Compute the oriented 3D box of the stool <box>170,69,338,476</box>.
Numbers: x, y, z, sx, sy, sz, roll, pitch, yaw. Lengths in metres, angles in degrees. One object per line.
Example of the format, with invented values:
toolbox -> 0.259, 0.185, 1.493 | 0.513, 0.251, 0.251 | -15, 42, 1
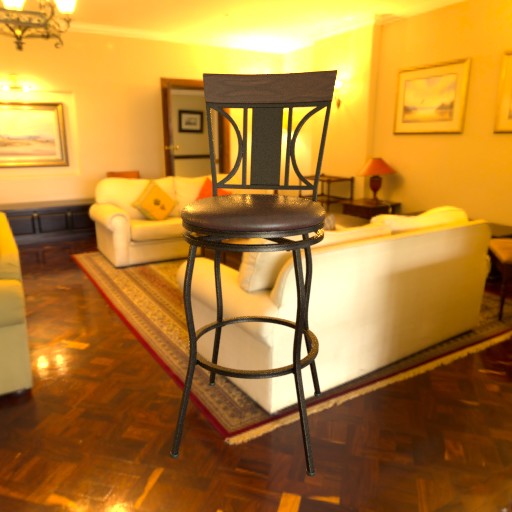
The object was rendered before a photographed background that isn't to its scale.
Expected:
stool -> 0.000, 0.000, 1.379 | 0.448, 1.130, 0.513 | 3, 15, 10
